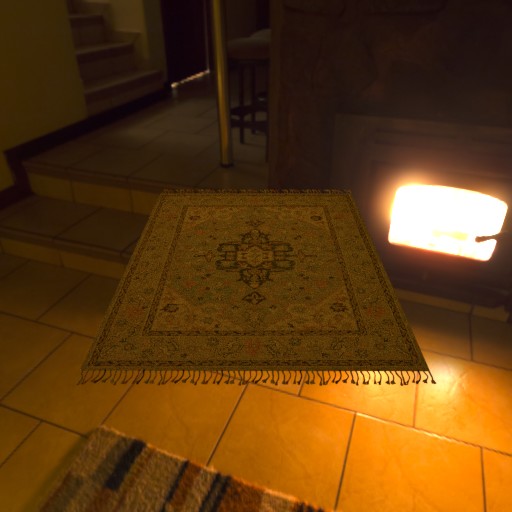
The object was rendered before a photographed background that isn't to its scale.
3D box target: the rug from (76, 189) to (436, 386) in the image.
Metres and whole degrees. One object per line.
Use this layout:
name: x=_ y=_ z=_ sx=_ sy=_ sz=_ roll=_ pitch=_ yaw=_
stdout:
rug: x=0.000 y=0.000 z=3.520 sx=1.971 sy=0.010 sz=2.651 roll=0 pitch=32 yaw=0
